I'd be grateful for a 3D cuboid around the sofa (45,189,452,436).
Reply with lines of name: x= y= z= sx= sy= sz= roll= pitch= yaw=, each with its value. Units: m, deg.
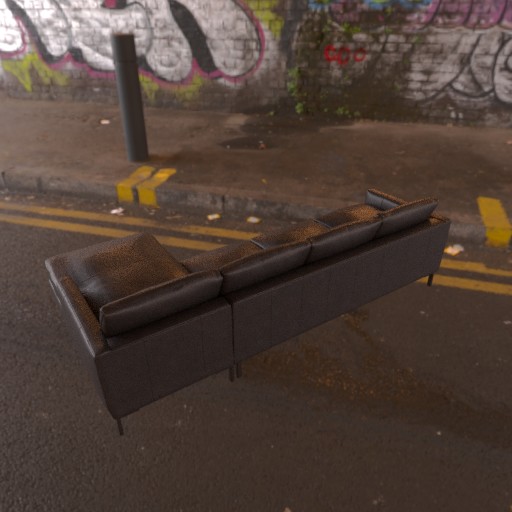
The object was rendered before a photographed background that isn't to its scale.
sofa: x=0.000 y=0.000 z=3.618 sx=2.993 sy=0.859 sz=1.471 roll=-18 pitch=35 yaw=-29
